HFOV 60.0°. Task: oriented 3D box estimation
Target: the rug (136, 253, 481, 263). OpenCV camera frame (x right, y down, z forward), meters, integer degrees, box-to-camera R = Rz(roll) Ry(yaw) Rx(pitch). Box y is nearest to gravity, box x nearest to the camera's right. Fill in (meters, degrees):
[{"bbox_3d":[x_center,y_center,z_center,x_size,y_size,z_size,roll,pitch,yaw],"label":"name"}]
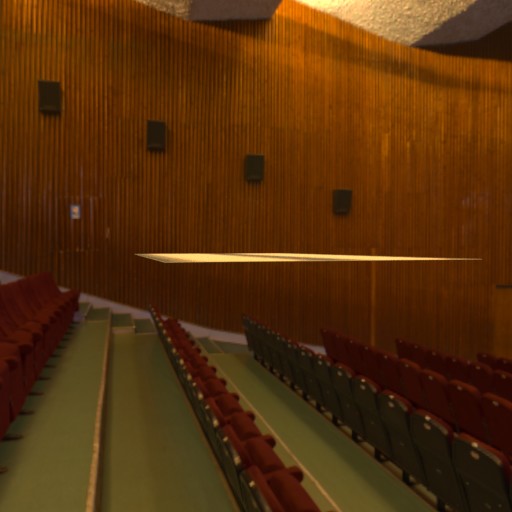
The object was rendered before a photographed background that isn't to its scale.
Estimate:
[{"bbox_3d":[0.000,0.000,3.074,1.519,0.003,2.453,0,1,-18],"label":"rug"}]
